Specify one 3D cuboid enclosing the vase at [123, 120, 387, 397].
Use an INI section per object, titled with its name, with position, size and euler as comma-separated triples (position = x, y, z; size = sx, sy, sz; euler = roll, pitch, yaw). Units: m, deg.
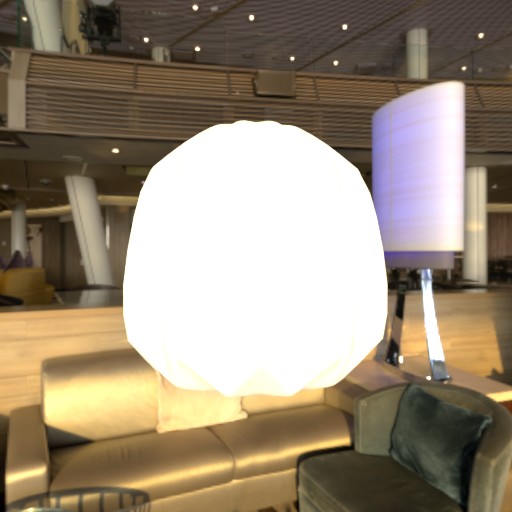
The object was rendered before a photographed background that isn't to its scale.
[vase]
position = 0.000, 0.000, 0.242
size = 0.139, 0.134, 0.139
euler = 0, 0, 0
